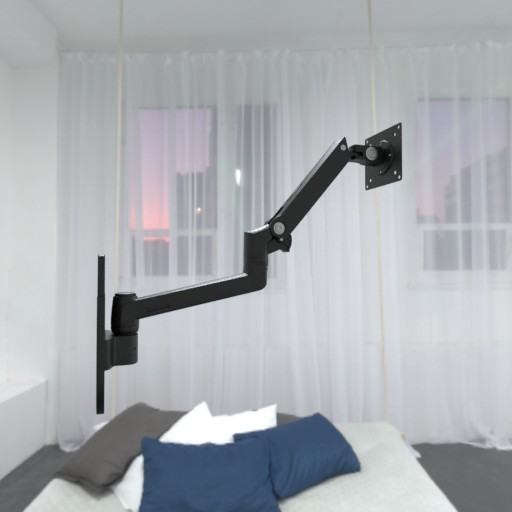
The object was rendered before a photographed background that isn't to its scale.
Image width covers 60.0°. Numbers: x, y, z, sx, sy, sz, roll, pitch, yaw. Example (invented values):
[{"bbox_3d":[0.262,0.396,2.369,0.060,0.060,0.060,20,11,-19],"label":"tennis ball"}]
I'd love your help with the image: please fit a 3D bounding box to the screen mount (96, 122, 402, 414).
[{"bbox_3d":[0.000,0.000,0.737,0.495,0.466,0.115,0,-1,-19],"label":"screen mount"}]
